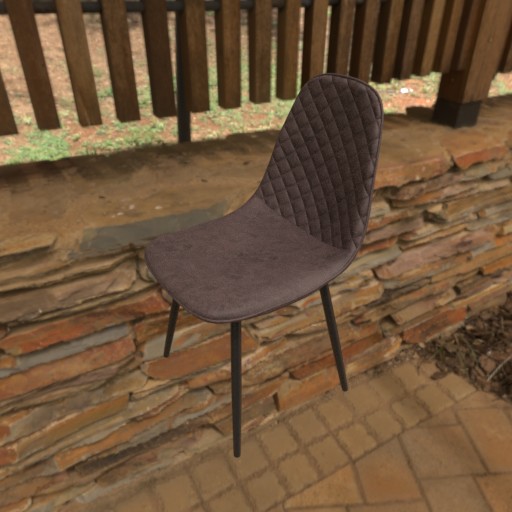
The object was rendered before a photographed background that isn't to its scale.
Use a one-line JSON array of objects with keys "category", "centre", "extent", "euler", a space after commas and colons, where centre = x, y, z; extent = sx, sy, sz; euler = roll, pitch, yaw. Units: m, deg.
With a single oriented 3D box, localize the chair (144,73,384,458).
[{"category": "chair", "centre": [0.000, 0.000, 1.228], "extent": [0.561, 0.889, 0.472], "euler": [-20, 37, -29]}]
